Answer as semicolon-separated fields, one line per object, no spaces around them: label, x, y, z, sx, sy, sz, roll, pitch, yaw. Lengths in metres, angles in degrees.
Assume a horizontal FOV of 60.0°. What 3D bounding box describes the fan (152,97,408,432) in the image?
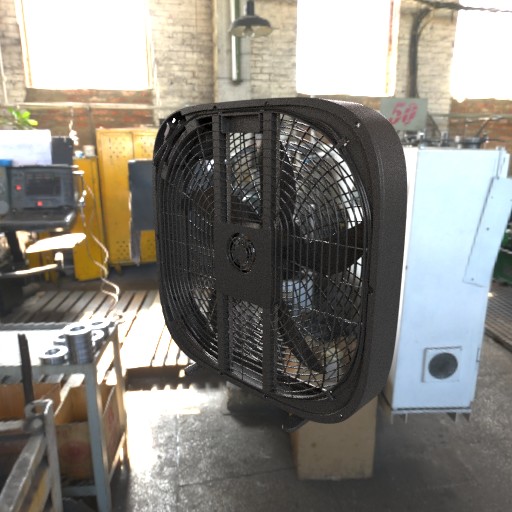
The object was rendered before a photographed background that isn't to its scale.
fan;0.000;0.000;0.810;0.526;0.533;0.142;13;20;42
